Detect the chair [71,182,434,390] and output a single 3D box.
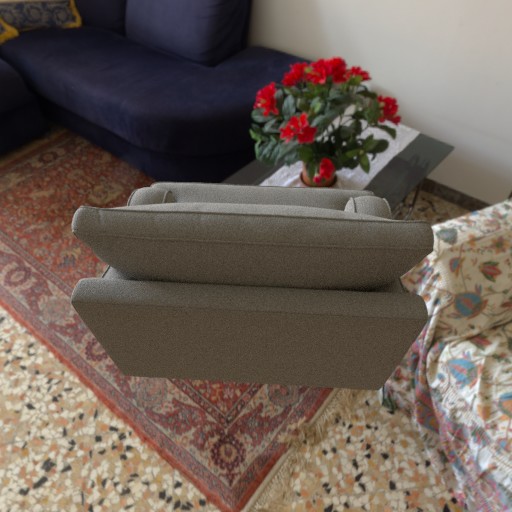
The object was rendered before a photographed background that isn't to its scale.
[{"bbox_3d":[0.000,0.000,2.014,1.220,1.016,1.040,3,48,2],"label":"chair"}]
